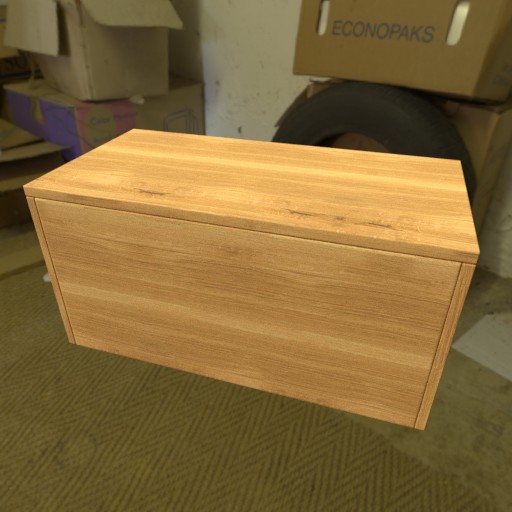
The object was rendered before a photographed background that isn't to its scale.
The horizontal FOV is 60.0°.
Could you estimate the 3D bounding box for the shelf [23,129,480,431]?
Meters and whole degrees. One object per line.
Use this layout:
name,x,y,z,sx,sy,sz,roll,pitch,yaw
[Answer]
shelf,0.000,0.000,1.003,0.800,0.400,0.400,10,33,15
